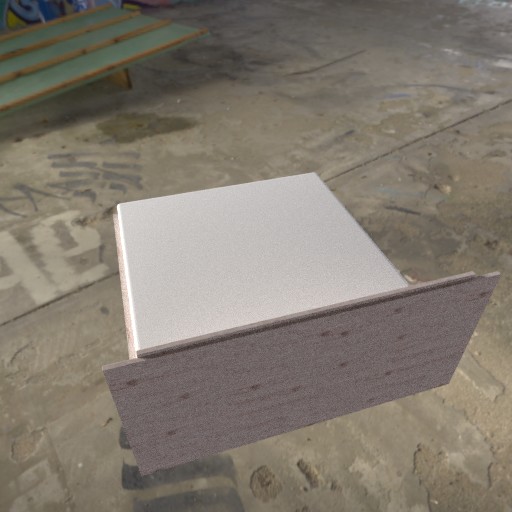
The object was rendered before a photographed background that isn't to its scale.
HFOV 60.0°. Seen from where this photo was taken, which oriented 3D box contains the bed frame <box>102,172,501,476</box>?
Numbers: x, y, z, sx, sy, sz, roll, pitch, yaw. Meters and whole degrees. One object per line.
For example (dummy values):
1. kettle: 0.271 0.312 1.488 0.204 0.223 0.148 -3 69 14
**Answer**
1. bed frame: 0.000 0.000 3.079 1.950 0.970 2.080 -11 41 -13
